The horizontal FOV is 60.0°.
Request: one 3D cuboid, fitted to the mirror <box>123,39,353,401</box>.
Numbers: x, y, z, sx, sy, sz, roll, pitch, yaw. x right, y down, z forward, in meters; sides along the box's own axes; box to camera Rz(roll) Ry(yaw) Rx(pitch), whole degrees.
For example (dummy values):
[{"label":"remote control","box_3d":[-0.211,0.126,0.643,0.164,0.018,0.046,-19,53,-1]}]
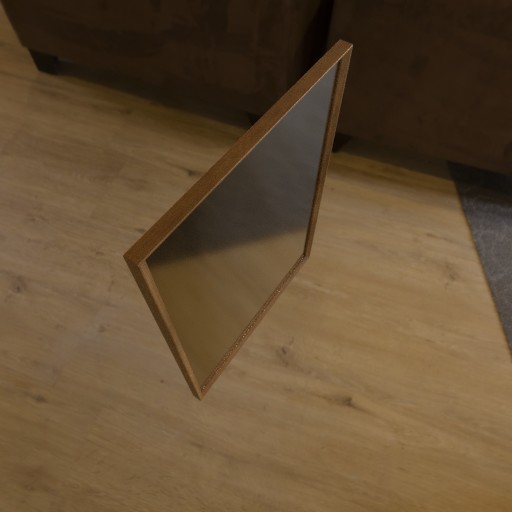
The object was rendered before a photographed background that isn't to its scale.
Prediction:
[{"label":"mirror","box_3d":[0.000,0.000,1.366,0.041,1.016,0.762,31,64,17]}]
